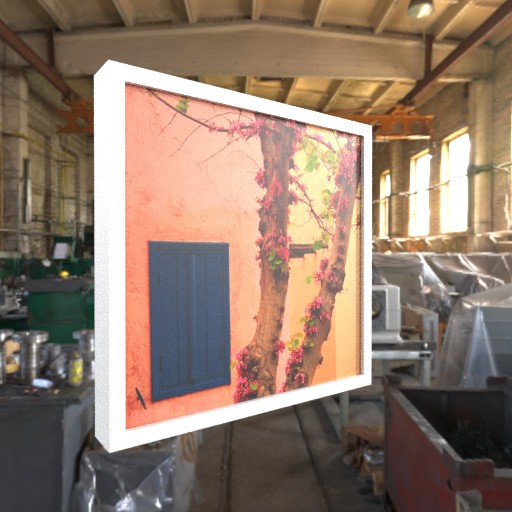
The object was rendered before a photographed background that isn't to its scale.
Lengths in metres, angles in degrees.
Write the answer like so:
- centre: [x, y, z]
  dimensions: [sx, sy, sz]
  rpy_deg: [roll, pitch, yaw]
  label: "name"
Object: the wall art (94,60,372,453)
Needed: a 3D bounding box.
- centre: [0.000, 0.000, 0.444]
  dimensions: [0.305, 0.302, 0.038]
  rpy_deg: [0, 1, -36]
  label: "wall art"
